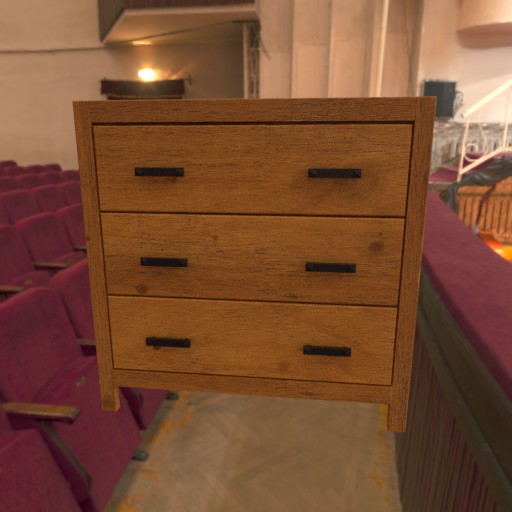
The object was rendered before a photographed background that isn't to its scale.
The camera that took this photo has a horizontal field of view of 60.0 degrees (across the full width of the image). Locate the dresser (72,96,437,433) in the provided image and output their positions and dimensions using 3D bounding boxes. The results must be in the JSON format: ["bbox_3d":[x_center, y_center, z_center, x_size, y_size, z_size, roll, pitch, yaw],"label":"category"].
[{"bbox_3d":[0.000,0.000,1.247,0.804,0.804,0.427,2,14,7],"label":"dresser"}]
